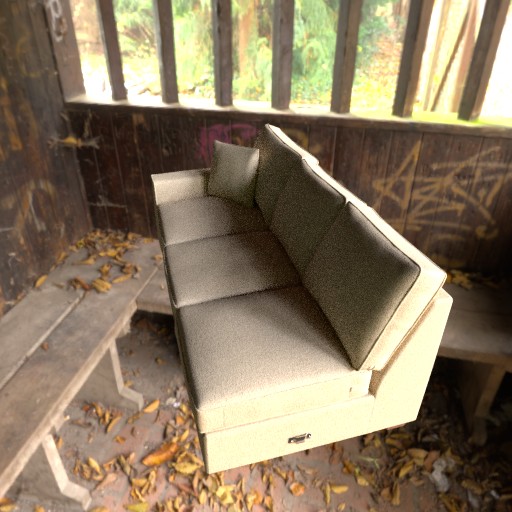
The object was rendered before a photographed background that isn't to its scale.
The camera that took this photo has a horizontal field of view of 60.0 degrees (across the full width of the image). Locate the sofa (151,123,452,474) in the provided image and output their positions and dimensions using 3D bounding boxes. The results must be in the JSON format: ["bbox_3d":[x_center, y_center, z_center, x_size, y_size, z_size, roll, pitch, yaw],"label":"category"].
[{"bbox_3d":[0.000,0.000,2.507,1.034,0.946,1.962,-9,33,-13],"label":"sofa"}]
